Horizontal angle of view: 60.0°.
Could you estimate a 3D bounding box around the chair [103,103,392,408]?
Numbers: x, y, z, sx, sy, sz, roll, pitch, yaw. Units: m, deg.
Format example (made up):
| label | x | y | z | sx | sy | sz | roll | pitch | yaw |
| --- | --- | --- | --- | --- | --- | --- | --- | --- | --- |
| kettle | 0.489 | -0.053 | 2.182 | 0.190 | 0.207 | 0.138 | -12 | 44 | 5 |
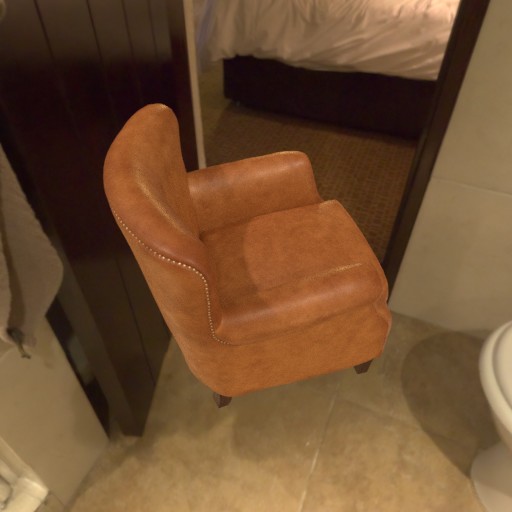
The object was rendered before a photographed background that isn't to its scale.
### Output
| label | x | y | z | sx | sy | sz | roll | pitch | yaw |
| --- | --- | --- | --- | --- | --- | --- | --- | --- | --- |
| chair | 0.000 | 0.000 | 1.679 | 0.921 | 0.936 | 0.861 | -10 | 46 | -10 |
